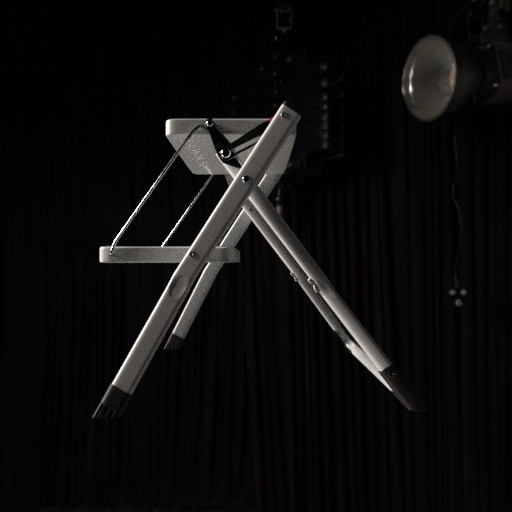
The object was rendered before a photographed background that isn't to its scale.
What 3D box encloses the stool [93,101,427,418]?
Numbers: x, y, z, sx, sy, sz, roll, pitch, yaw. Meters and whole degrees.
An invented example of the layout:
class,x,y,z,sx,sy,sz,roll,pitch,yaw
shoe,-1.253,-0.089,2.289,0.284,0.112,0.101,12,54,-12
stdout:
class,x,y,z,sx,sy,sz,roll,pitch,yaw
stool,0.000,0.000,0.842,0.490,0.445,0.485,0,-1,0
